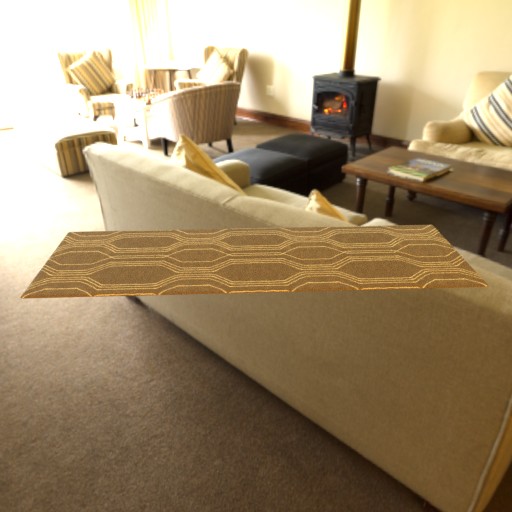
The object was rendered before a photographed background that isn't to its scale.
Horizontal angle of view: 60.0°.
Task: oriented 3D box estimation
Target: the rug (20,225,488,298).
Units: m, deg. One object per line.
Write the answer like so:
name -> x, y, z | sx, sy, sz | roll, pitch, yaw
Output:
rug -> 0.000, 0.000, 2.663 | 2.464, 0.012, 0.773 | -1, 29, -2
